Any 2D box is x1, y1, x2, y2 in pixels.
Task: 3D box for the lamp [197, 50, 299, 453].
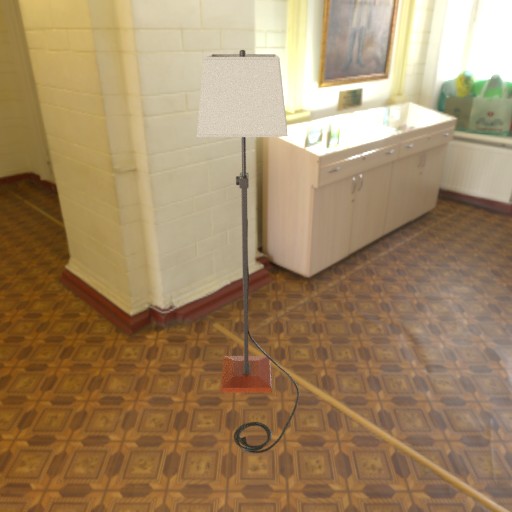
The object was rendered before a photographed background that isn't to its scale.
[{"bbox_3d":[0.000,0.000,2.038,0.472,1.712,0.745,0,26,0],"label":"lamp"}]
